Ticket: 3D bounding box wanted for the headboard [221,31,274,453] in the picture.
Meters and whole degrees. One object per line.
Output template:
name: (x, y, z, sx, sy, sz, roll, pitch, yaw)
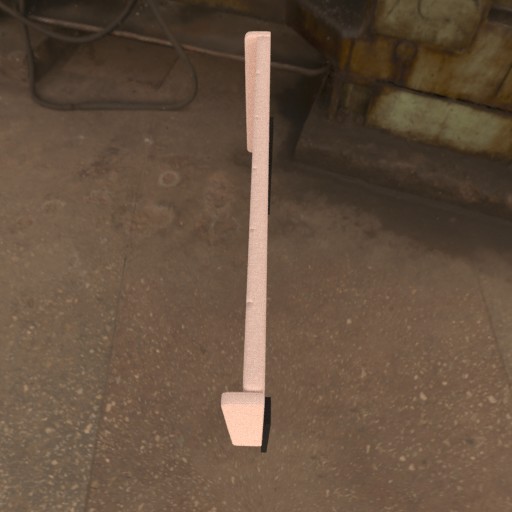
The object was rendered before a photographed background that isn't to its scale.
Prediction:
headboard: (0.000, 0.000, 2.630, 0.184, 1.524, 2.051, 1, 59, 1)
